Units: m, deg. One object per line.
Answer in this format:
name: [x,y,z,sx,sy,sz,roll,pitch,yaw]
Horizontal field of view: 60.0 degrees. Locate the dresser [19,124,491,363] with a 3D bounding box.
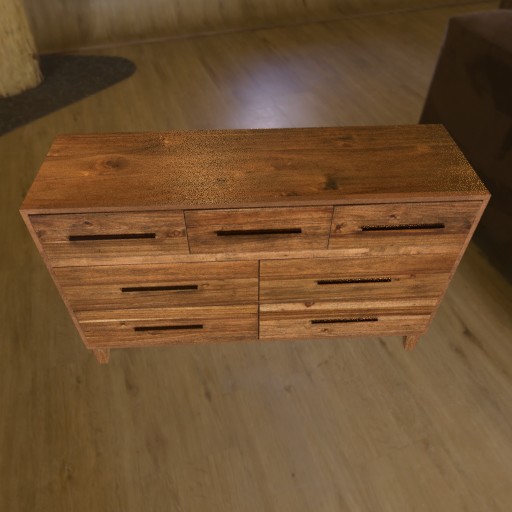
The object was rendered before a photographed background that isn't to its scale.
dresser: [0.000,0.000,1.768,1.400,0.873,0.446,-2,45,-2]
